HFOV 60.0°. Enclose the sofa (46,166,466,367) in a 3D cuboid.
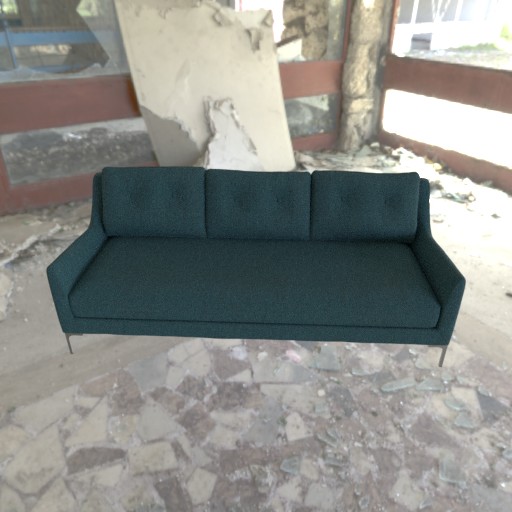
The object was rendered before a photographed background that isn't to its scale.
[{"bbox_3d":[0.000,0.000,2.539,2.060,0.837,0.849,1,30,2],"label":"sofa"}]
